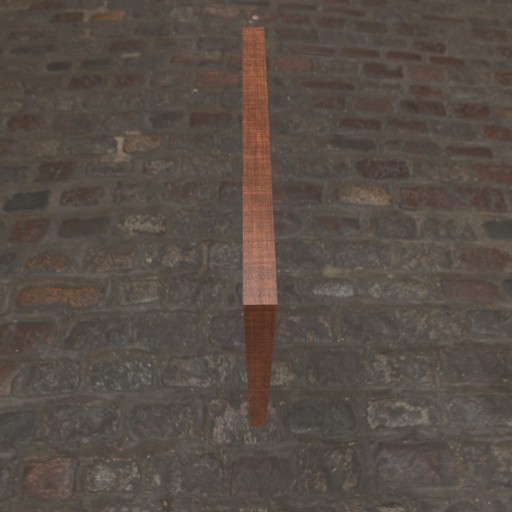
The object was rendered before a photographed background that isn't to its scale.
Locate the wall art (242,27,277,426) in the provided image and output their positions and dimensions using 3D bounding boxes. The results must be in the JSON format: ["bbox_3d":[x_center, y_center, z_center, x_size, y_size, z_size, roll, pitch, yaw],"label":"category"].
[{"bbox_3d":[0.000,0.000,0.791,0.033,0.567,0.467,-1,58,-1],"label":"wall art"}]
